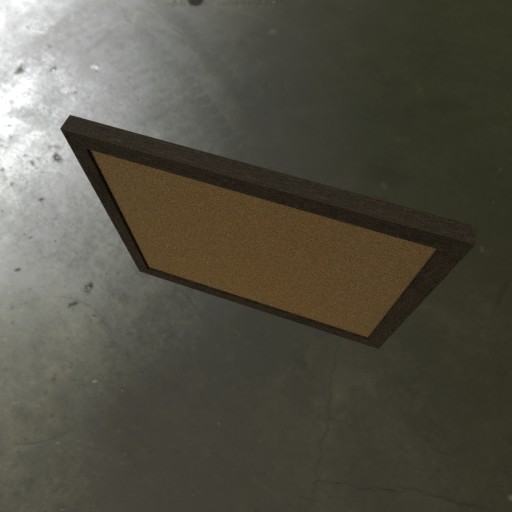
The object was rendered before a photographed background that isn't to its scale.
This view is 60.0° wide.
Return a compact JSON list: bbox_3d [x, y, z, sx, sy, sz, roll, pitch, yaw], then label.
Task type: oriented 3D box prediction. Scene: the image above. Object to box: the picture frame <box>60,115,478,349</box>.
[{"bbox_3d":[0.000,0.000,0.762,0.546,0.455,0.026,17,64,8],"label":"picture frame"}]
